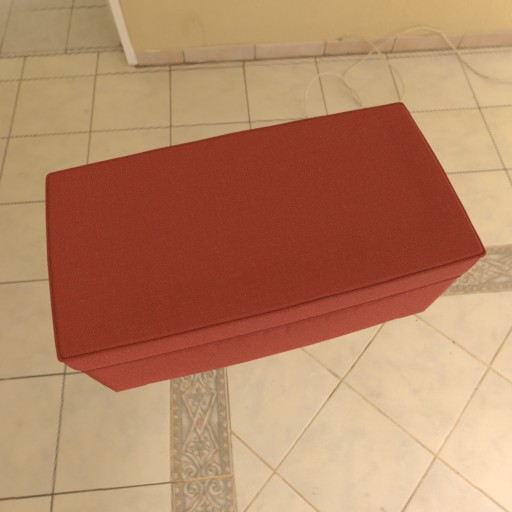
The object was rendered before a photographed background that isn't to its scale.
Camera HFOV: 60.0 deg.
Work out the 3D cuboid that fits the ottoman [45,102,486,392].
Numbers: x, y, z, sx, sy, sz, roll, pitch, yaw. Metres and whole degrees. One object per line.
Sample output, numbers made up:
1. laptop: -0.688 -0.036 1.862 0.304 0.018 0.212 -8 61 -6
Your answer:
1. ottoman: 0.000 0.000 1.210 0.948 0.454 0.497 -13 64 -7
